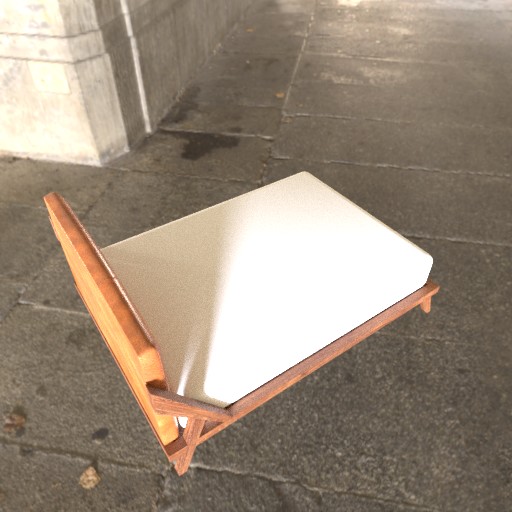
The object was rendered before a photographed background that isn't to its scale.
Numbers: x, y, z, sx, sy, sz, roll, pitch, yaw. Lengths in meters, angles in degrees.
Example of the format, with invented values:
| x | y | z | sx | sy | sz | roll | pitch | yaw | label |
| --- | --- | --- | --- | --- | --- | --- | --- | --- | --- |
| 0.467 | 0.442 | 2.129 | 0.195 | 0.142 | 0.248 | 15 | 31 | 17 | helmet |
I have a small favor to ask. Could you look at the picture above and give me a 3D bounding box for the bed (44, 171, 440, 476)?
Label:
| x | y | z | sx | sy | sz | roll | pitch | yaw | label |
| --- | --- | --- | --- | --- | --- | --- | --- | --- | --- |
| 0.000 | 0.000 | 3.244 | 2.311 | 1.168 | 1.651 | -25 | 47 | -25 | bed |
